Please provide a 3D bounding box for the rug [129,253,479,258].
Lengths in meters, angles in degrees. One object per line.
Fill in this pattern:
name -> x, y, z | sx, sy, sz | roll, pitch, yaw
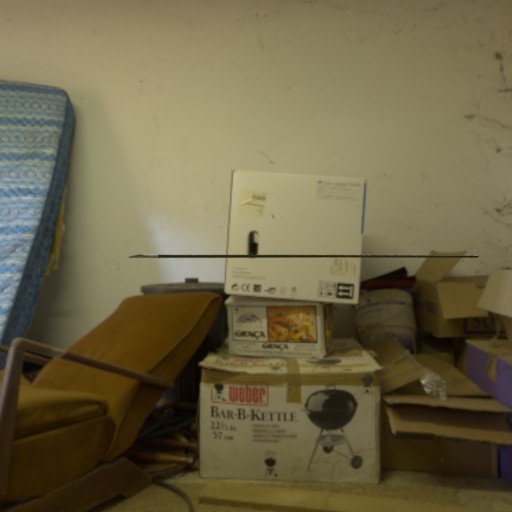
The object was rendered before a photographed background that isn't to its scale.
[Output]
rug -> 0.000, 0.000, 5.392 | 2.802, 0.052, 4.078 | 0, 0, -19
